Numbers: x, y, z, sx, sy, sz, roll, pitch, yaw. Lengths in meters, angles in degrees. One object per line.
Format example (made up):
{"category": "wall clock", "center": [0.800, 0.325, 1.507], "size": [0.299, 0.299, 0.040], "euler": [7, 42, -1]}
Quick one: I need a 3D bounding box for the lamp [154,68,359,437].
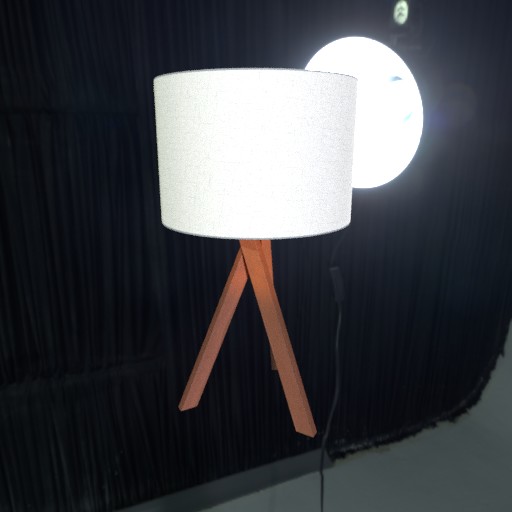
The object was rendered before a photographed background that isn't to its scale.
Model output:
{"category": "lamp", "center": [0.000, 0.000, 0.933], "size": [0.380, 0.686, 0.380], "euler": [-8, 17, -26]}
